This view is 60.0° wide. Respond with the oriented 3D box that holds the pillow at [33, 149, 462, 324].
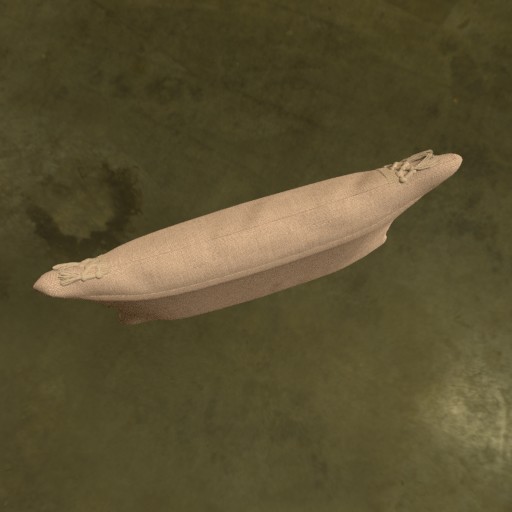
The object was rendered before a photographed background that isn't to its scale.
[{"bbox_3d":[0.000,0.000,0.596,0.466,0.305,0.084,-17,76,-5],"label":"pillow"}]
